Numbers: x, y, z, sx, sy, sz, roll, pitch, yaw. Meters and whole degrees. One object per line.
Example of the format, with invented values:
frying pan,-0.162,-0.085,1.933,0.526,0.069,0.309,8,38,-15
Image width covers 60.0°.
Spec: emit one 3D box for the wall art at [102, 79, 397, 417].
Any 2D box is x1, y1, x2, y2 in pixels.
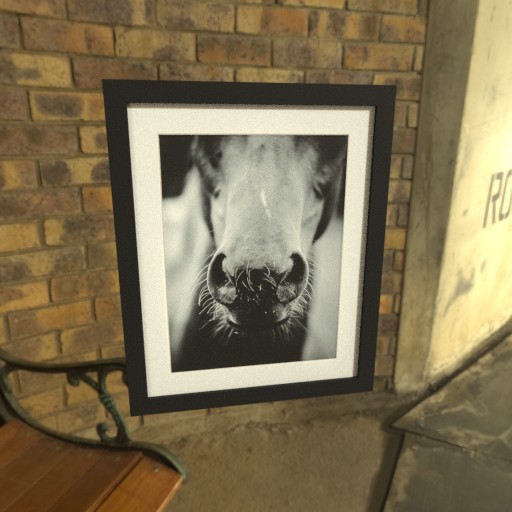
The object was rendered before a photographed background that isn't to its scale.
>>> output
wall art,0.000,0.000,0.766,0.457,0.559,0.033,-3,15,-10
